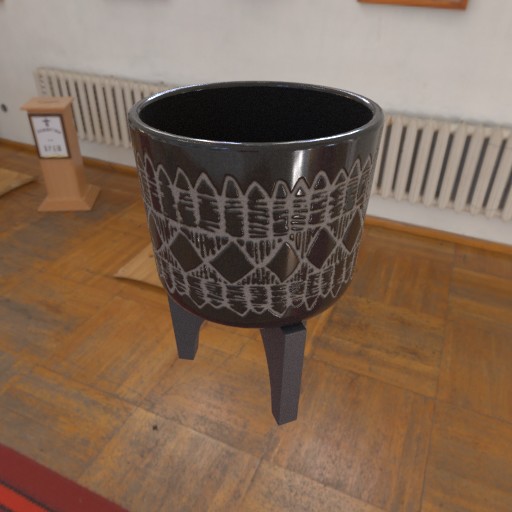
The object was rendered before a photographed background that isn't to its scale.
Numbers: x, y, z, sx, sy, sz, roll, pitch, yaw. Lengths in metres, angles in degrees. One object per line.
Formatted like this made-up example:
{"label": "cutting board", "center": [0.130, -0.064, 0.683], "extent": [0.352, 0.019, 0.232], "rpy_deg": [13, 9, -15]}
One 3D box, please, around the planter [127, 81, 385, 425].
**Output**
{"label": "planter", "center": [0.000, 0.000, 0.535], "extent": [0.251, 0.355, 0.251], "rpy_deg": [-11, 34, -17]}
